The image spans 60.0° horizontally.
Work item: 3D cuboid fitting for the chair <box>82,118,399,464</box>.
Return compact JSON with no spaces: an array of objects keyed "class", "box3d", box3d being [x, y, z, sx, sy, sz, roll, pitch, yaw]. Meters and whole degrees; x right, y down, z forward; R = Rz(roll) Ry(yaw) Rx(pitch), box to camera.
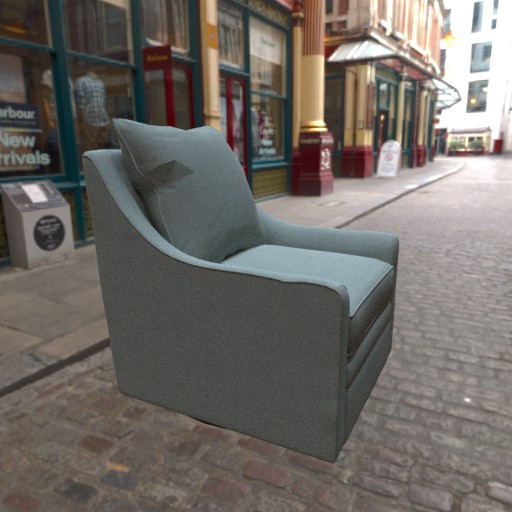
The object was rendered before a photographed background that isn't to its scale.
[{"class":"chair","box3d":[0.000,0.000,1.574,0.870,0.926,0.760,7,15,27]}]
